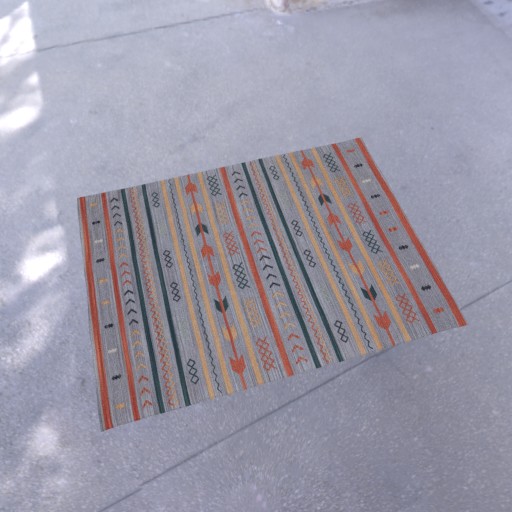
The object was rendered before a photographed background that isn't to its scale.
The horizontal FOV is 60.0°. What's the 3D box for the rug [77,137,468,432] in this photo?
[{"bbox_3d":[0.000,0.000,4.014,3.029,0.022,2.263,-14,60,-8],"label":"rug"}]
